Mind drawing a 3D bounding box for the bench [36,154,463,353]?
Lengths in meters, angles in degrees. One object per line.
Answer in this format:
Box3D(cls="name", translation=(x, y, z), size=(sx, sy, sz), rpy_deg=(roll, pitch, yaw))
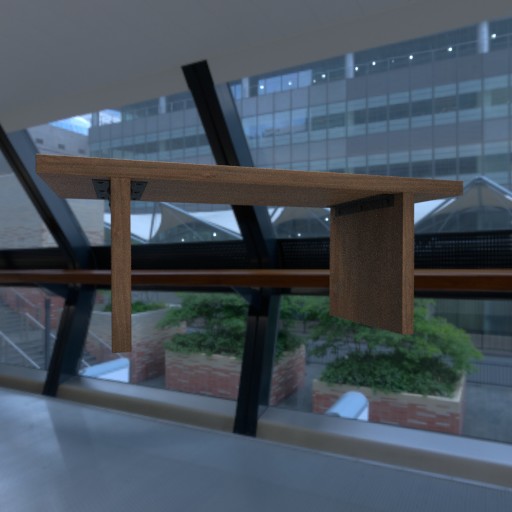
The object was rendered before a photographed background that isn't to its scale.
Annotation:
Box3D(cls="bench", translation=(0.000, 0.000, 1.392), size=(1.183, 0.458, 0.458), rpy_deg=(0, 0, -18))
